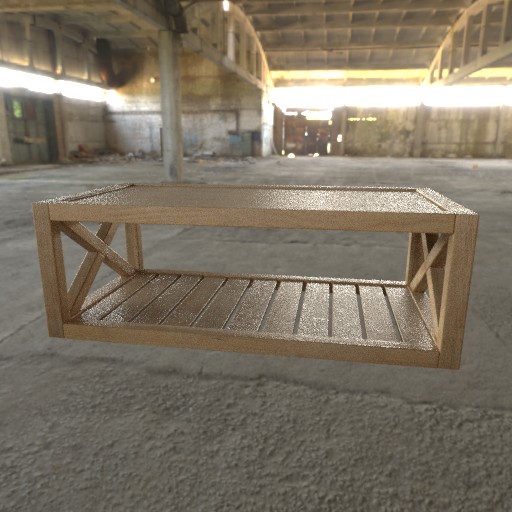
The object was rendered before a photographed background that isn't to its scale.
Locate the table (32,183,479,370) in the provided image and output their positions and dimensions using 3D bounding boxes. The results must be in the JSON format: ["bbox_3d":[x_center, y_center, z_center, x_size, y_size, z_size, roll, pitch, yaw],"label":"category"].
[{"bbox_3d":[0.000,0.000,1.645,1.321,0.457,0.660,3,15,9],"label":"table"}]
